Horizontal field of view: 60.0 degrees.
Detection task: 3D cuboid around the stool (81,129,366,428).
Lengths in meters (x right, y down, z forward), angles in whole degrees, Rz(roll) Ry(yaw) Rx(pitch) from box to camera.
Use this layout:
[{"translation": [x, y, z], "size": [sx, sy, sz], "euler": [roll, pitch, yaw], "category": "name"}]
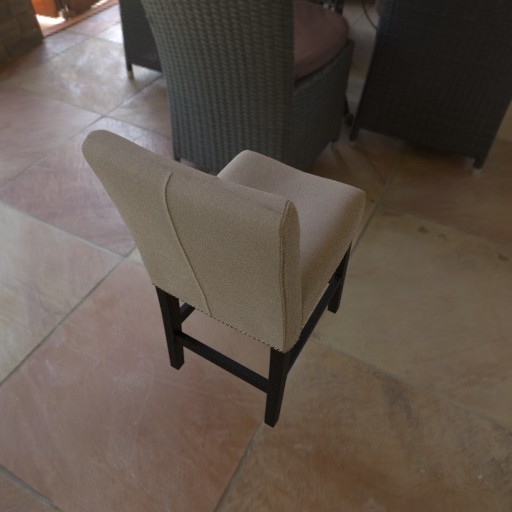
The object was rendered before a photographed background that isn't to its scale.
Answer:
[{"translation": [0.000, 0.000, 1.187], "size": [0.427, 0.885, 0.571], "euler": [24, 52, 20], "category": "stool"}]
